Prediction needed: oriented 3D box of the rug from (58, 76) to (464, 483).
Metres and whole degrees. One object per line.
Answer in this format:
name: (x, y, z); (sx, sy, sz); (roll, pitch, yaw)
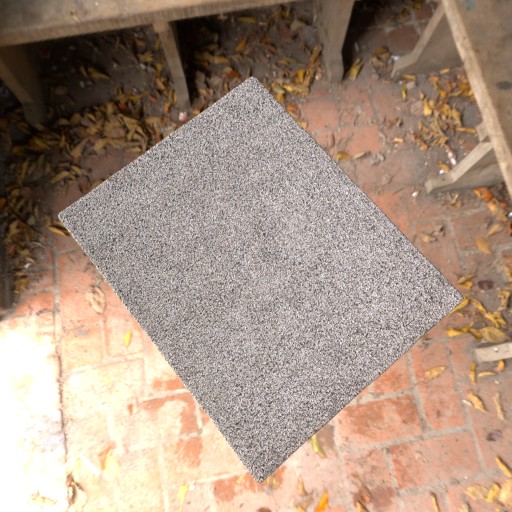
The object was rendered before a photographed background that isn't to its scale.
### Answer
rug: (0.000, 0.000, 4.143); (2.438, 0.029, 3.047); (-38, 79, -9)
